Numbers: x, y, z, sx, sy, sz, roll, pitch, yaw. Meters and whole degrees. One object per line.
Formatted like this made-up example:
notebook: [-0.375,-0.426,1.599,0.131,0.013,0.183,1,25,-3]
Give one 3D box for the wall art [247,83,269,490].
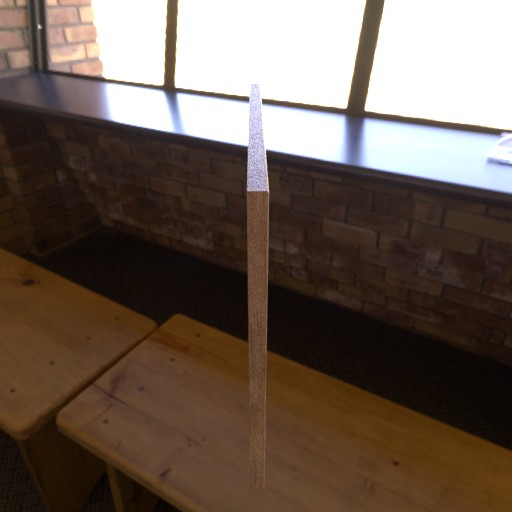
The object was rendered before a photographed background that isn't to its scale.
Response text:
wall art: [0.000,0.000,0.957,0.026,0.588,0.690,0,31,0]
